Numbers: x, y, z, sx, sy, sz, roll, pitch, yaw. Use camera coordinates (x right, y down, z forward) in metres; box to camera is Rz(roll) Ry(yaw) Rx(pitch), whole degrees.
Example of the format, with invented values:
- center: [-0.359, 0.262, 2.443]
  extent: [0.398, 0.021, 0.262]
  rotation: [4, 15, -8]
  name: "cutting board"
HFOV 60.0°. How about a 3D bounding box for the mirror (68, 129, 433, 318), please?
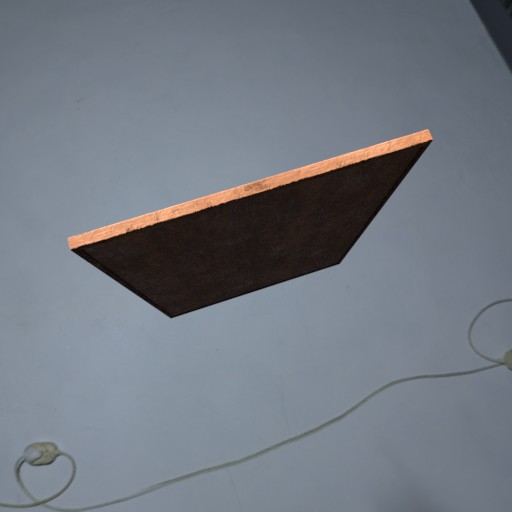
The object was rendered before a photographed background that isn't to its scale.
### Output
- center: [0.000, 0.000, 1.453]
  extent: [0.796, 1.099, 0.028]
  rotation: [-18, 76, -5]
  name: "mirror"
